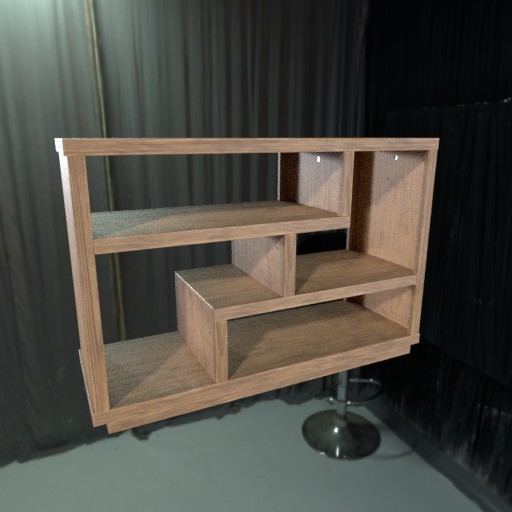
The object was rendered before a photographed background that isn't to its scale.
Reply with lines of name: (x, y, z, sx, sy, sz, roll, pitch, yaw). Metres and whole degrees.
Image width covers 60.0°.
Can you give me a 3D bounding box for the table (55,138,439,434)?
table: (0.000, 0.000, 1.500, 1.151, 0.771, 0.410, -7, 17, -25)
